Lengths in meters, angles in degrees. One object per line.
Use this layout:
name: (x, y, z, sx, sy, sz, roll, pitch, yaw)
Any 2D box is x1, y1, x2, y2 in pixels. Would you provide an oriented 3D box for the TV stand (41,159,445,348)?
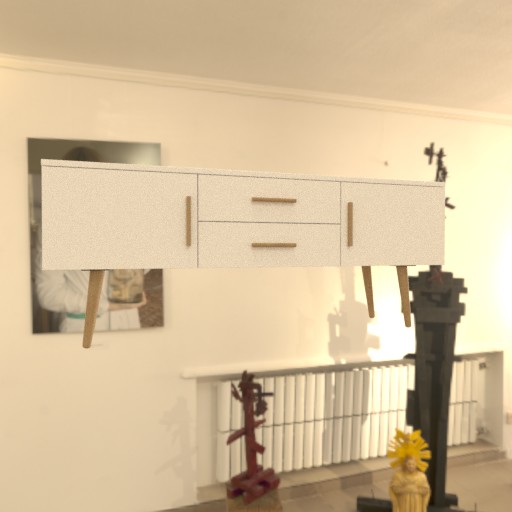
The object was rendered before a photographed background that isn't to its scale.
TV stand: (0.000, 0.000, 1.647, 1.398, 0.560, 0.401, 0, 1, -18)
